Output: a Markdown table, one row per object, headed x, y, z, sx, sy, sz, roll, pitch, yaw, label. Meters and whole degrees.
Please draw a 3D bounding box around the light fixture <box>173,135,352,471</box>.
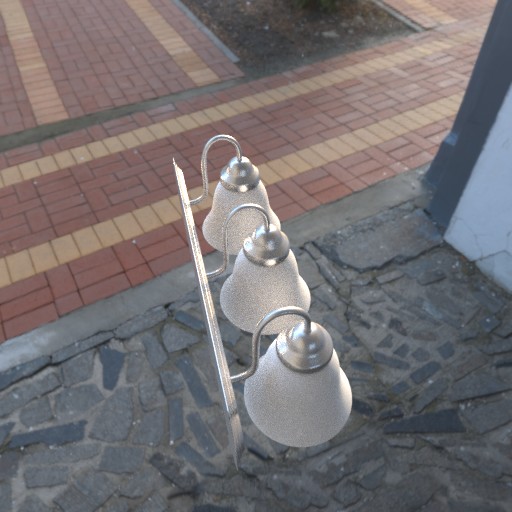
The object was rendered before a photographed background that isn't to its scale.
| x | y | z | sx | sy | sz | roll | pitch | yaw | label |
| --- | --- | --- | --- | --- | --- | --- | --- | --- | --- |
| 0.000 | 0.000 | 0.723 | 0.199 | 0.222 | 0.610 | -10 | 47 | -10 | light fixture |
